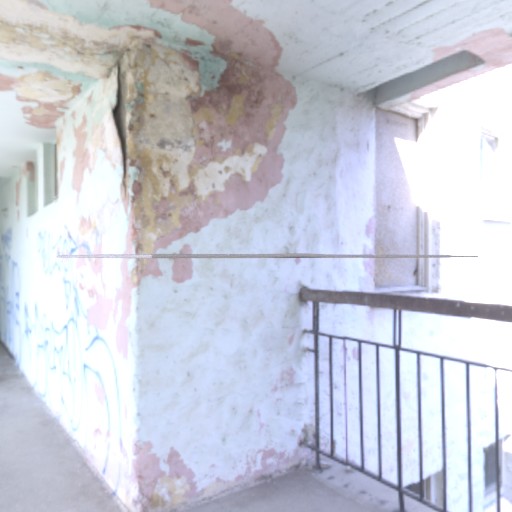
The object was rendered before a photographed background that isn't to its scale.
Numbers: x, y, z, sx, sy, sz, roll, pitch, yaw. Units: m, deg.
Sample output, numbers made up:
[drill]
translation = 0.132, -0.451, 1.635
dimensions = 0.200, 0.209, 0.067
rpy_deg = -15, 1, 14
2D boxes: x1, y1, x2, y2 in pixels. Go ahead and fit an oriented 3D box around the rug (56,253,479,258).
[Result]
[rug]
translation = 0.000, 0.000, 0.876
dimensions = 0.639, 0.006, 0.548
rpy_deg = 0, 0, -34
